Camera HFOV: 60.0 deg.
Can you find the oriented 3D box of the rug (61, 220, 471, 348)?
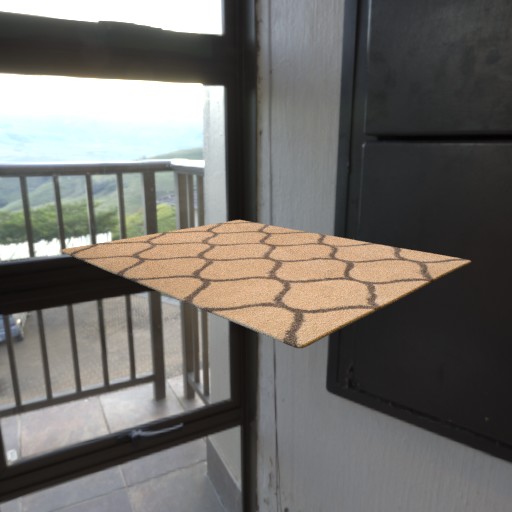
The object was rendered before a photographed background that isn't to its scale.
[{"bbox_3d":[0.000,0.000,4.103,3.000,0.026,2.399,14,20,43],"label":"rug"}]
